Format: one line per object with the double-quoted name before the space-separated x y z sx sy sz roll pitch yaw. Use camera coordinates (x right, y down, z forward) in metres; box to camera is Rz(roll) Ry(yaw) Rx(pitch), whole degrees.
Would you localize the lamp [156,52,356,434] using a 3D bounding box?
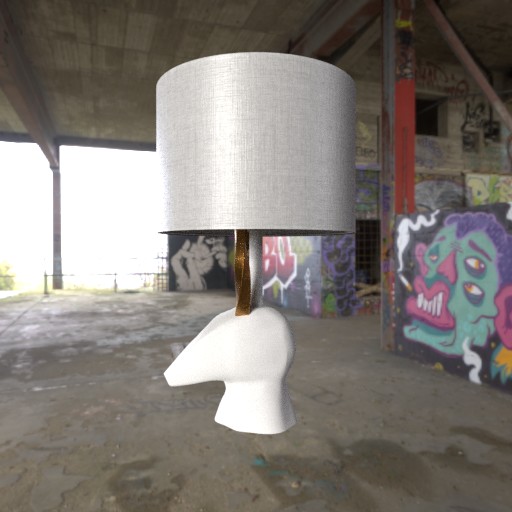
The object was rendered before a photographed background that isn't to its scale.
"lamp" 0.000 0.000 0.683 0.298 0.503 0.298 0 1 1
